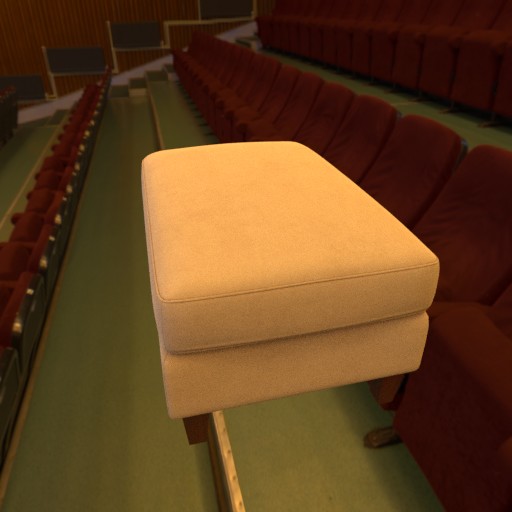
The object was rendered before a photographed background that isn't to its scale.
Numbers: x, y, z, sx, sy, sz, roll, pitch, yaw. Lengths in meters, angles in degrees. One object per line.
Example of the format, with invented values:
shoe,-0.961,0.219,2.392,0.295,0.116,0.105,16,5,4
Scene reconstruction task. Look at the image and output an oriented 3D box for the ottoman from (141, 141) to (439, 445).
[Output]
ottoman,0.000,0.000,1.256,0.584,0.483,0.864,-7,31,-12
